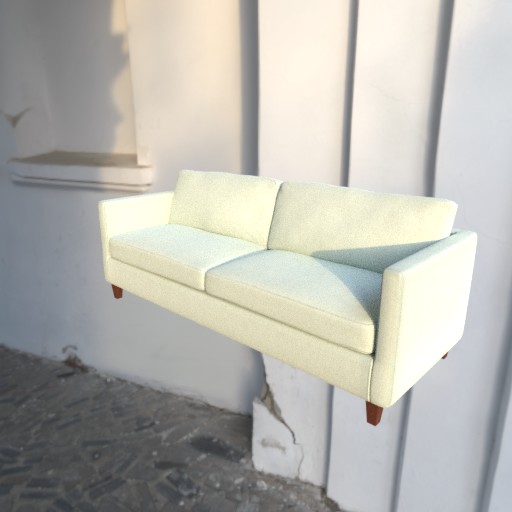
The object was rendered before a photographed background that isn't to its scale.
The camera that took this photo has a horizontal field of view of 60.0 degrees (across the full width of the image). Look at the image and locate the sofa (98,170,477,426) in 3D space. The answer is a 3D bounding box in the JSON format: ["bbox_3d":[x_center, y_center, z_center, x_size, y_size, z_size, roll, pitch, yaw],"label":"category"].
[{"bbox_3d":[0.000,0.000,2.923,2.434,0.965,0.948,15,23,41],"label":"sofa"}]
